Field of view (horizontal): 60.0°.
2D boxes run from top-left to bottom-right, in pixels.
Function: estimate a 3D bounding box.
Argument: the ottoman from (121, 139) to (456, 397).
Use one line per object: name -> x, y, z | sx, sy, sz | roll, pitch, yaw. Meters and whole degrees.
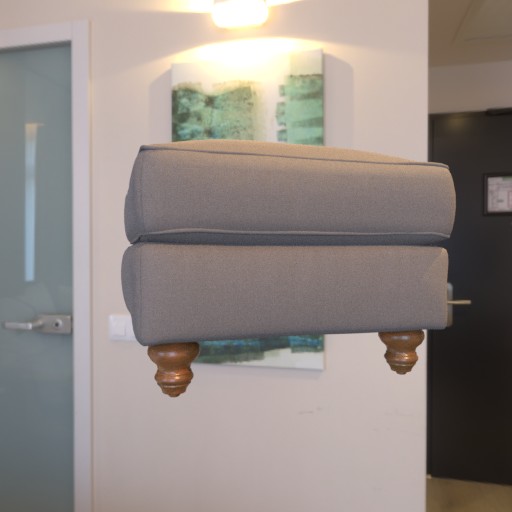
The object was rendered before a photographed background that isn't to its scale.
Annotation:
ottoman -> 0.000, 0.000, 1.139 | 0.662, 0.505, 0.721 | 0, 1, -18
